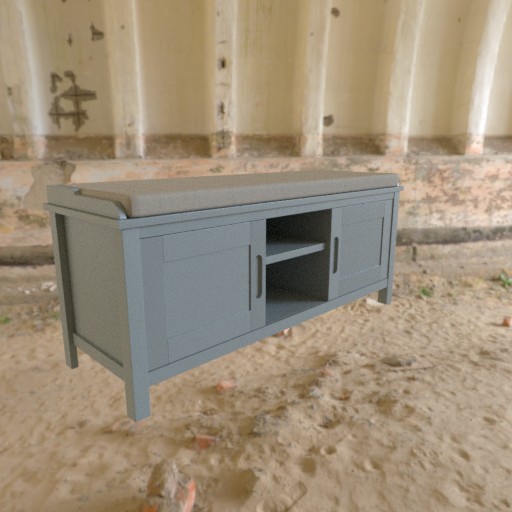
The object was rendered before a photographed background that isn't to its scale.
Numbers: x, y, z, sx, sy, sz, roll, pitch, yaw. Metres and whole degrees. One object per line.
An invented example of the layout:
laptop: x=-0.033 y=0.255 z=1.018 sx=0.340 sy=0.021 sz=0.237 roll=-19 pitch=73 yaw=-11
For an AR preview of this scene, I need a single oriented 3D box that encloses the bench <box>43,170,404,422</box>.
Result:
bench: x=0.000 y=0.000 z=1.433 sx=1.140 sy=0.501 sz=0.398 roll=-13 pitch=19 yaw=-43
